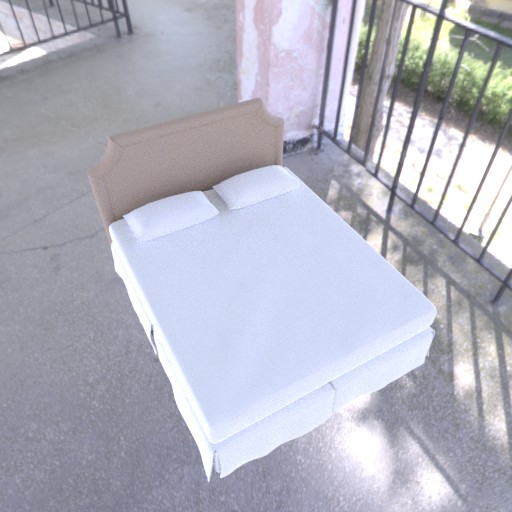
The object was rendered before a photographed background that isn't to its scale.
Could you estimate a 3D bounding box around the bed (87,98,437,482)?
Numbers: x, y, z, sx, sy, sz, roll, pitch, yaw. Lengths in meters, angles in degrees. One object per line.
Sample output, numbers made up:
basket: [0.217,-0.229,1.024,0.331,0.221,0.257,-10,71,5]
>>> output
bed: [0.000,0.000,4.150,2.350,1.590,2.773,-22,49,-20]
